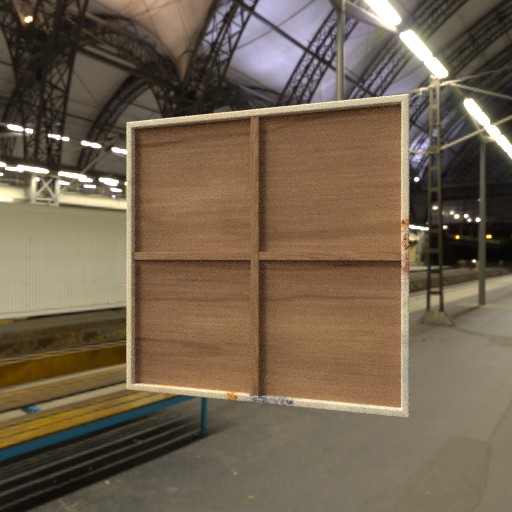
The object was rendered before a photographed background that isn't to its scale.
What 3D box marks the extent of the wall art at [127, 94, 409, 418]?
[{"bbox_3d":[0.000,0.000,1.361,0.889,0.889,0.038,0,0,17],"label":"wall art"}]
